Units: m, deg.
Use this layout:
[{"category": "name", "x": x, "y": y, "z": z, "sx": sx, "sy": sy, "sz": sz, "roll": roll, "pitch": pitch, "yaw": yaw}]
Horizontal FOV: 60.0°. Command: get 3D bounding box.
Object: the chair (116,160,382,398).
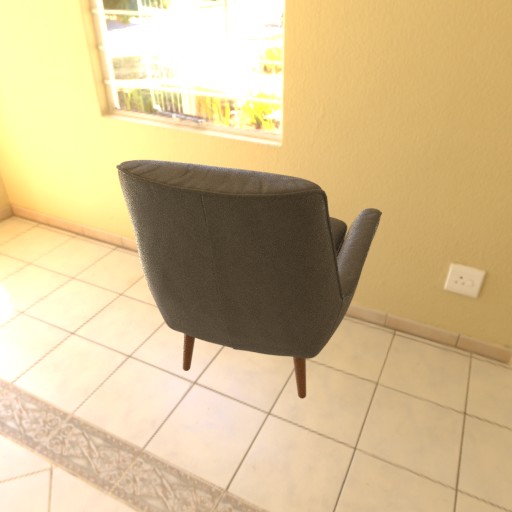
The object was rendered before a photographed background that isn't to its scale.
[{"category": "chair", "x": 0.000, "y": 0.000, "z": 1.515, "sx": 0.787, "sy": 0.888, "sz": 0.822, "roll": 9, "pitch": 34, "yaw": 14}]
